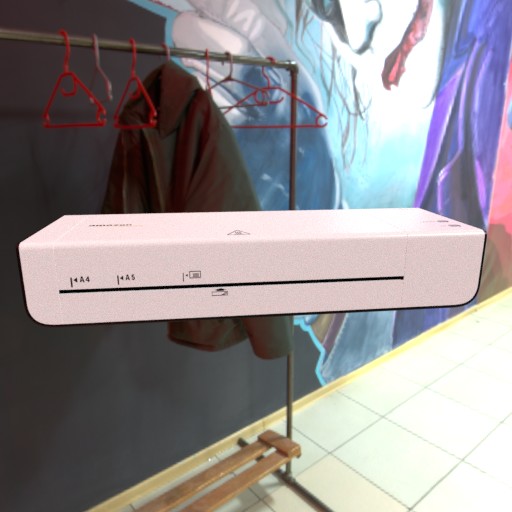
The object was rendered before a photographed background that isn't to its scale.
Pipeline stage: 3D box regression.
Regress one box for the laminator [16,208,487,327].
[{"bbox_3d":[0.000,0.000,0.383,0.340,0.062,0.123,-2,16,-7],"label":"laminator"}]
